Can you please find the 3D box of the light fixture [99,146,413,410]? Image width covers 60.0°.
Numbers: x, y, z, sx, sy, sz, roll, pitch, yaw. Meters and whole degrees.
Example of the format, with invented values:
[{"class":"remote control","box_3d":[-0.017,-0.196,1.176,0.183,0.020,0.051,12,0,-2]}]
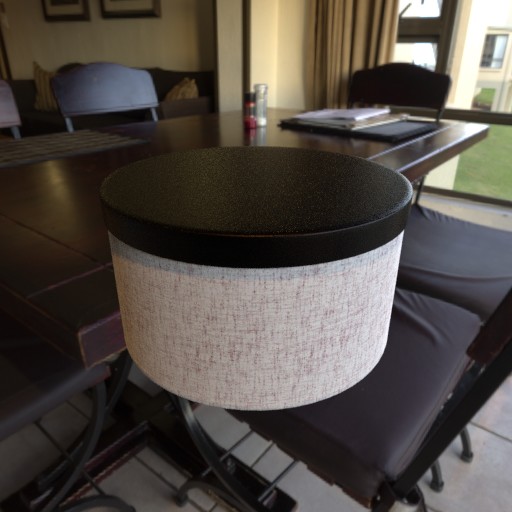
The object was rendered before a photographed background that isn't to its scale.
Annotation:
[{"class":"light fixture","box_3d":[0.000,0.000,0.625,0.389,0.229,0.389,0,26,0]}]
